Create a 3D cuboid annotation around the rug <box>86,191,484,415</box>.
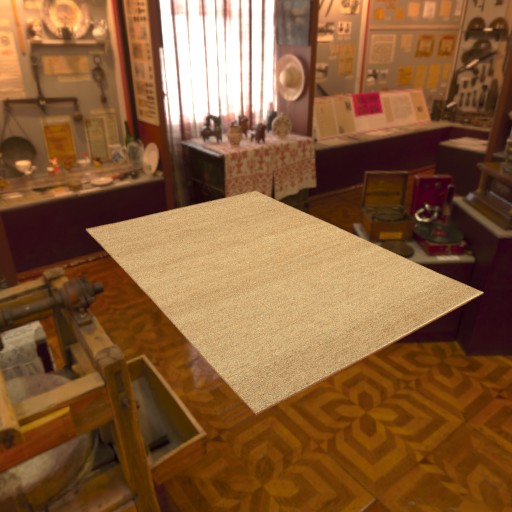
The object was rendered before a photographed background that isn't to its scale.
[{"bbox_3d":[0.000,0.000,2.963,1.596,0.030,2.283,-17,31,-31],"label":"rug"}]
